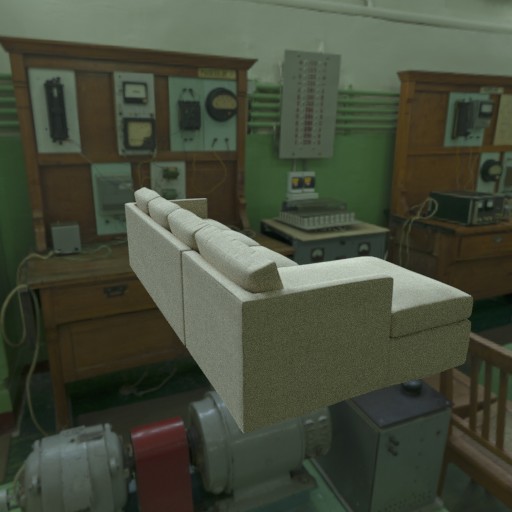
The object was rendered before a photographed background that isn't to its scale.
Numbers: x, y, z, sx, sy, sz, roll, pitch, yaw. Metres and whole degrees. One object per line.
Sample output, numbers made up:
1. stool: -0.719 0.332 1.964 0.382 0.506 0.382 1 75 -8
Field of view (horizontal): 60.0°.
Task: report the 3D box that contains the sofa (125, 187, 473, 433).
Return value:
1. sofa: 0.000 0.000 3.834 1.650 0.922 3.205 -7 18 -24
